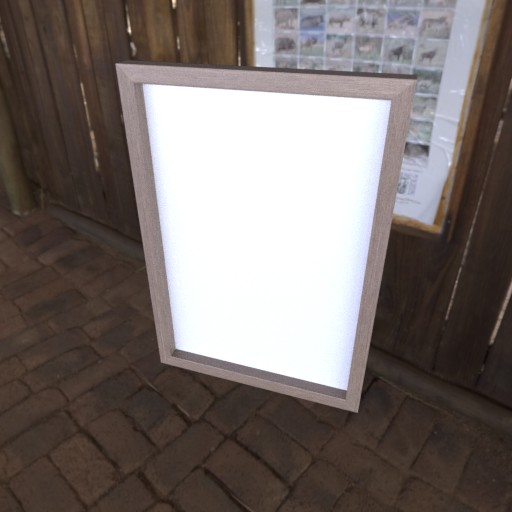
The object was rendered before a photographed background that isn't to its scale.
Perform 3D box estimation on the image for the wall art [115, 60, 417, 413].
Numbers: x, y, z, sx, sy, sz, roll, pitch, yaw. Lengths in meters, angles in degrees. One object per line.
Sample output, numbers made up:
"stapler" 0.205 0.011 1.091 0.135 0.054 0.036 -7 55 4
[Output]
"wall art" 0.000 0.000 0.648 0.358 0.510 0.032 10 33 16
